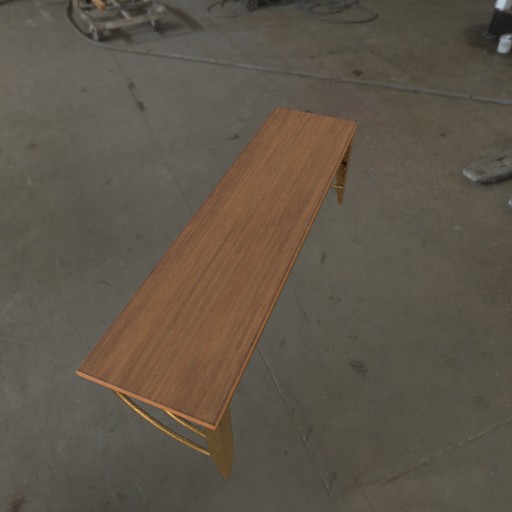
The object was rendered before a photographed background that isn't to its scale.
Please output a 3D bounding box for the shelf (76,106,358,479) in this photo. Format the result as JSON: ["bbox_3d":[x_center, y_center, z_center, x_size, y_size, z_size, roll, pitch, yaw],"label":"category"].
[{"bbox_3d":[0.000,0.000,0.729,0.166,0.190,0.636,16,48,15],"label":"shelf"}]
